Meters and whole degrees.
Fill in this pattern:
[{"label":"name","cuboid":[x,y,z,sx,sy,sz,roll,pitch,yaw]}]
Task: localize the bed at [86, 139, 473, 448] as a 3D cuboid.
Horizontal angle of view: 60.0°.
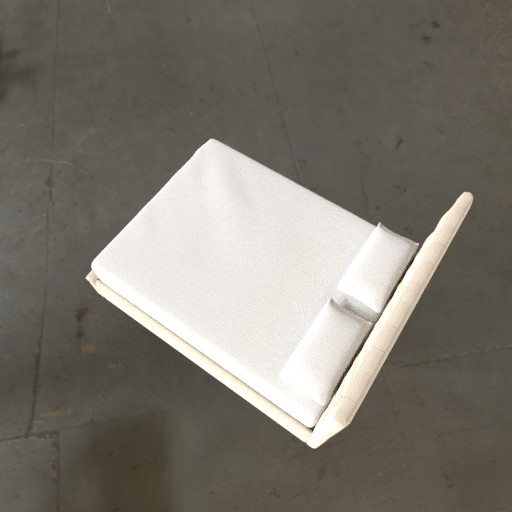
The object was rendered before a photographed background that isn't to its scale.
[{"label":"bed","cuboid":[0.000,0.000,3.385,2.233,1.426,1.696,31,67,15]}]
